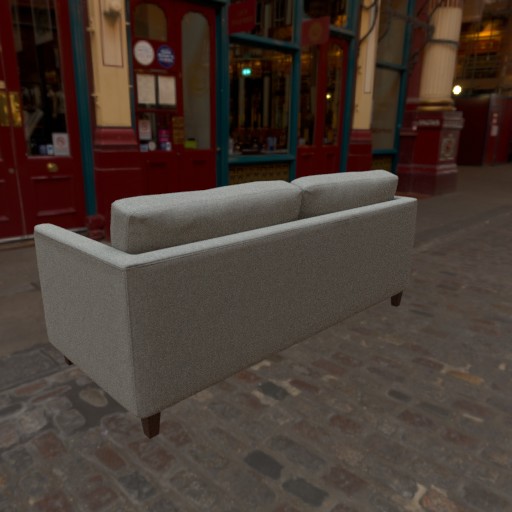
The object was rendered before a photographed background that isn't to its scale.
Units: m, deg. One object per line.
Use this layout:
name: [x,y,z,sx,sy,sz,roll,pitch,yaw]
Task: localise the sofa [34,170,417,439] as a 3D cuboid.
sofa: [0.000,0.000,2.663,2.208,0.963,0.956,-15,22,-42]
